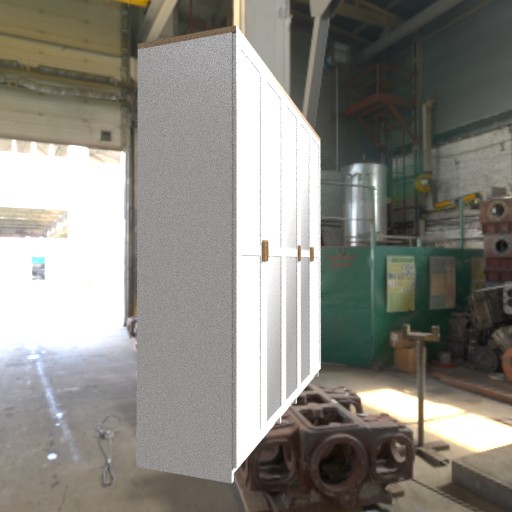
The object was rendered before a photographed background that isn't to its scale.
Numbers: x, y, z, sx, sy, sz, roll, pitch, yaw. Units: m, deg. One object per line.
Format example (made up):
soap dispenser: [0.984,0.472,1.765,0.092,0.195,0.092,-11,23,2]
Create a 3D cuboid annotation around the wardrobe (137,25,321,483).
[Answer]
wardrobe: [0.000,0.000,3.291,0.590,2.260,2.160,0,-1,19]
